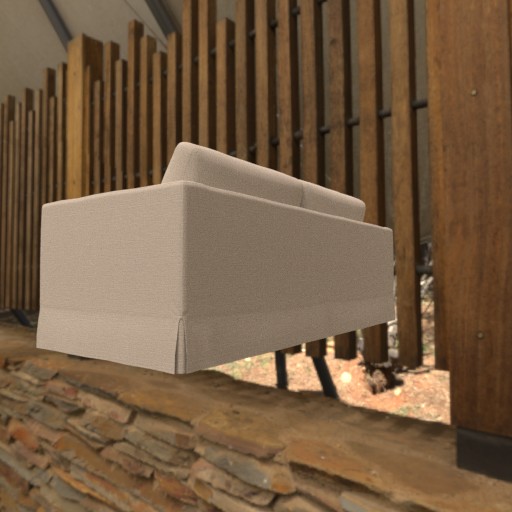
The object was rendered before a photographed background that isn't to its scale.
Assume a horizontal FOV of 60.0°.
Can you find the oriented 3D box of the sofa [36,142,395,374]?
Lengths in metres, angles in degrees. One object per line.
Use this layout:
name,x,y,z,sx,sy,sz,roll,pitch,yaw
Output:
sofa,0.000,0.000,2.638,0.954,0.881,2.163,-2,-3,36
